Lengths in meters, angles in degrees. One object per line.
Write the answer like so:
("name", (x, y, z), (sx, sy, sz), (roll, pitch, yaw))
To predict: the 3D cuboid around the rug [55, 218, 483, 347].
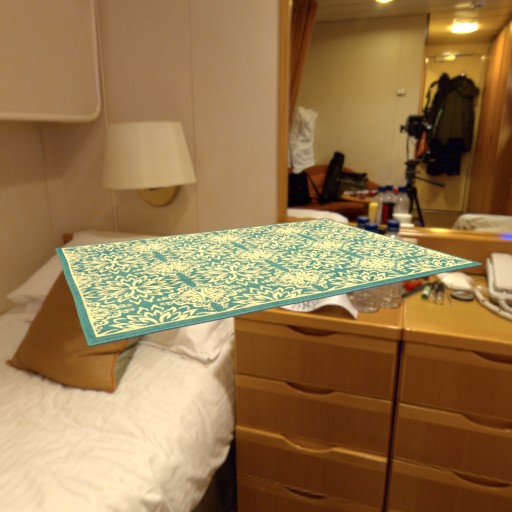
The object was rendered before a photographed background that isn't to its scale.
("rug", (0.000, 0.000, 2.780), (2.205, 0.012, 1.554), (-8, 18, -26))
